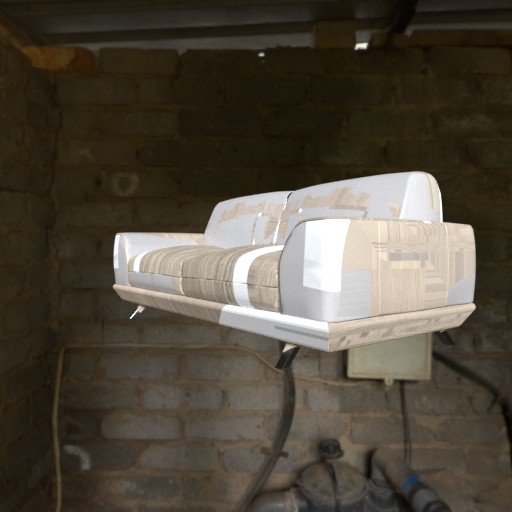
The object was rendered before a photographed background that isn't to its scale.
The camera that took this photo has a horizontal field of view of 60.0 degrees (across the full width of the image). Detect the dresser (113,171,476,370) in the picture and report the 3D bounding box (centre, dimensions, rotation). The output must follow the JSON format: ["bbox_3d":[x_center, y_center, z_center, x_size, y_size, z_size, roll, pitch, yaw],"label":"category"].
[{"bbox_3d":[0.000,0.000,5.756,2.251,1.863,4.679,-1,1,-37],"label":"dresser"}]
